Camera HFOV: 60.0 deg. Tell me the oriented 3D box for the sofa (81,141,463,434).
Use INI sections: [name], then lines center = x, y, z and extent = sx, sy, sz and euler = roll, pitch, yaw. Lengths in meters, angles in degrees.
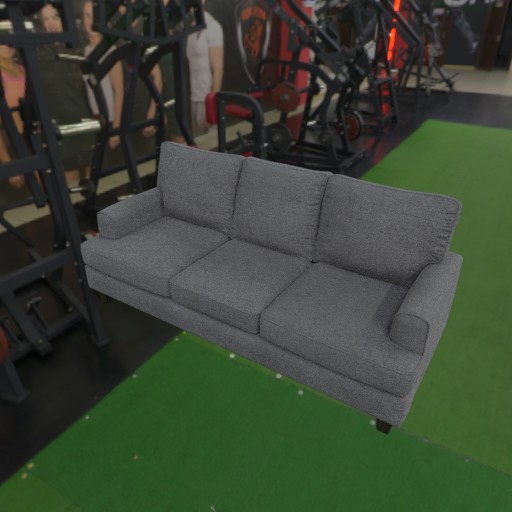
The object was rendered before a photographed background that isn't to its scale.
[sofa]
center = 0.000, 0.000, 2.664
extent = 2.158, 0.965, 0.951
euler = 18, 34, 28
